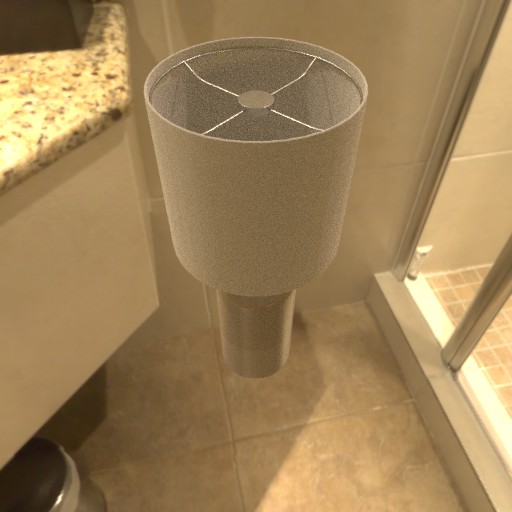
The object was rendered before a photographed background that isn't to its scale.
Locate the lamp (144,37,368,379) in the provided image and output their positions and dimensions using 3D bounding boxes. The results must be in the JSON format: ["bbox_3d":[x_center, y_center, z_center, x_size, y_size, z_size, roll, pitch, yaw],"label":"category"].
[{"bbox_3d":[0.000,0.000,0.604,0.212,0.493,0.212,32,55,26],"label":"lamp"}]
